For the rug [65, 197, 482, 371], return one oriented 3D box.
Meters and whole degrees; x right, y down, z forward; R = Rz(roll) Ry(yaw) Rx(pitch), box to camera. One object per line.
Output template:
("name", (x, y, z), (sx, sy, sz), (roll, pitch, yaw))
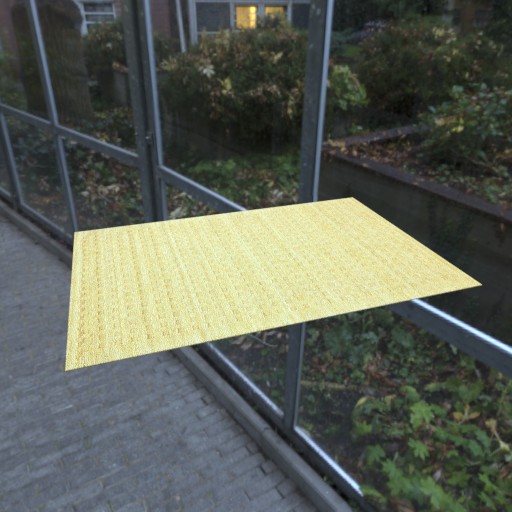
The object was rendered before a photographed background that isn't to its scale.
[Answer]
("rug", (0.000, 0.000, 2.918), (2.286, 0.006, 1.524), (-9, 29, -16))
